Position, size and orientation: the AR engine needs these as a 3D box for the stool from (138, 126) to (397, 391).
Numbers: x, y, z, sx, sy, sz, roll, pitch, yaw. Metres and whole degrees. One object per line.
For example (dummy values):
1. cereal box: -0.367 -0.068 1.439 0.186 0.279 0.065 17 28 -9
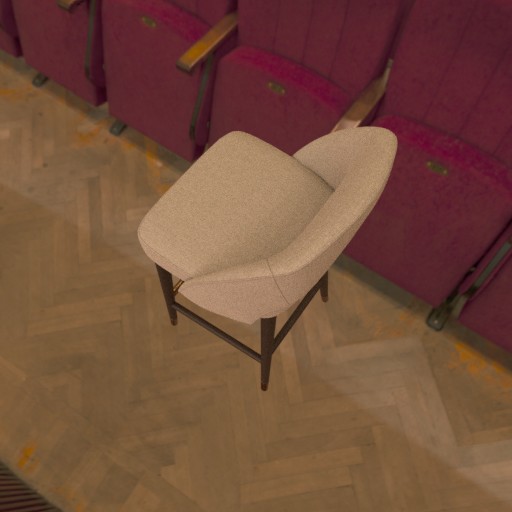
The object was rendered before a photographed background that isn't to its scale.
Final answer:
1. stool: 0.000 0.000 1.298 0.509 1.037 0.494 33 68 15
